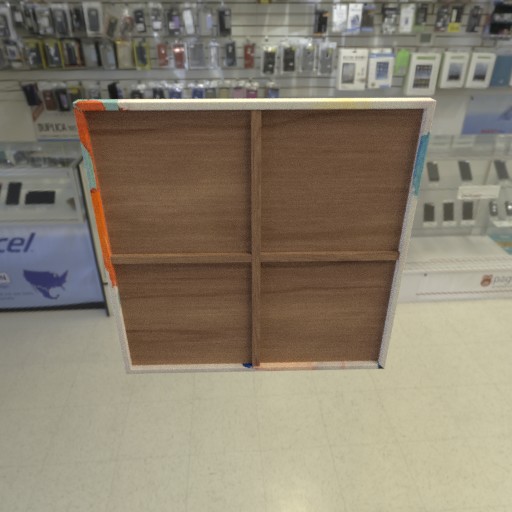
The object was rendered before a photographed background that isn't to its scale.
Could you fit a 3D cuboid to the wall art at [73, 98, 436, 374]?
[{"bbox_3d":[0.000,0.000,1.206,0.814,0.814,0.037,-1,30,-1],"label":"wall art"}]
